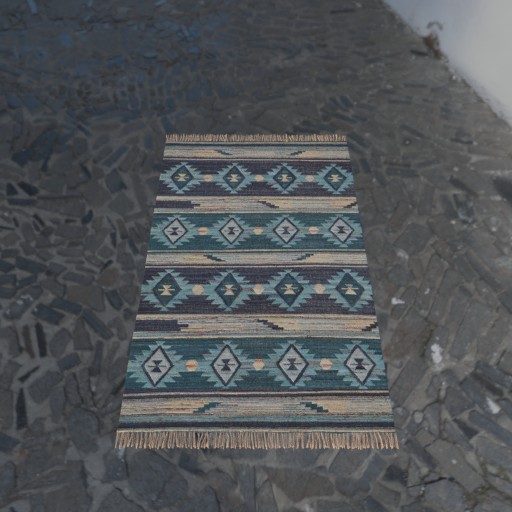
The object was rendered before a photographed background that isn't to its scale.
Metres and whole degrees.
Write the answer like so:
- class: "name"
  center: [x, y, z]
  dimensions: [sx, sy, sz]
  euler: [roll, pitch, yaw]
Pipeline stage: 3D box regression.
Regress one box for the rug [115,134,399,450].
- class: "rug"
  center: [0.000, 0.000, 2.370]
  dimensions: [1.181, 0.028, 1.936]
  euler: [0, 56, 0]
